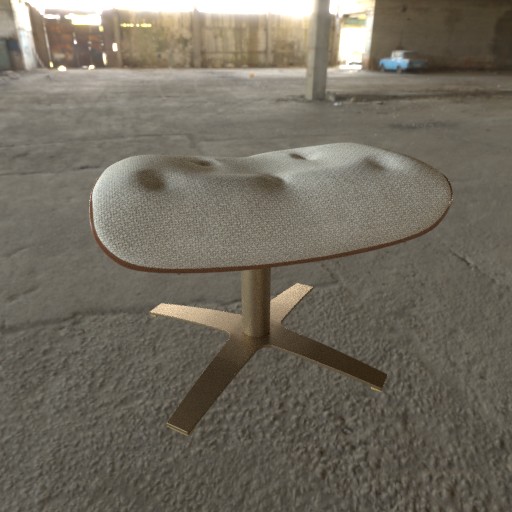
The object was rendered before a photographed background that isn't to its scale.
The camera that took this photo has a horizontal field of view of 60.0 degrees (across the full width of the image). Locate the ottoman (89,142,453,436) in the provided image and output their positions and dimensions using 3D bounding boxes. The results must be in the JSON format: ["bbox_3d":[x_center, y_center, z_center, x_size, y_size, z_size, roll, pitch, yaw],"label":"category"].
[{"bbox_3d":[0.000,0.000,0.813,0.520,0.391,0.394,-7,26,-15],"label":"ottoman"}]
